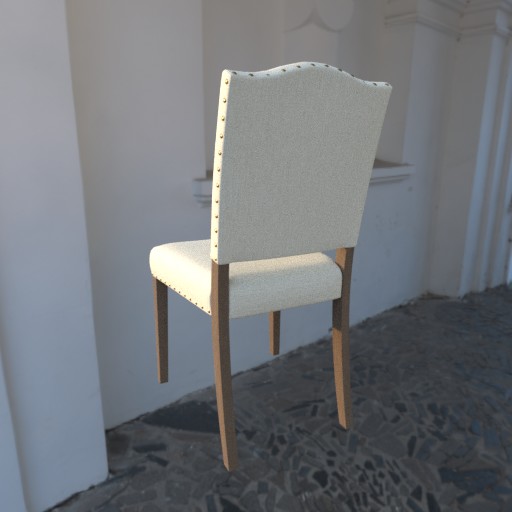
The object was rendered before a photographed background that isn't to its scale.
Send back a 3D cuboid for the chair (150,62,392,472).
[{"bbox_3d":[0.000,0.000,1.348,0.508,1.015,0.619,-7,16,-27],"label":"chair"}]
